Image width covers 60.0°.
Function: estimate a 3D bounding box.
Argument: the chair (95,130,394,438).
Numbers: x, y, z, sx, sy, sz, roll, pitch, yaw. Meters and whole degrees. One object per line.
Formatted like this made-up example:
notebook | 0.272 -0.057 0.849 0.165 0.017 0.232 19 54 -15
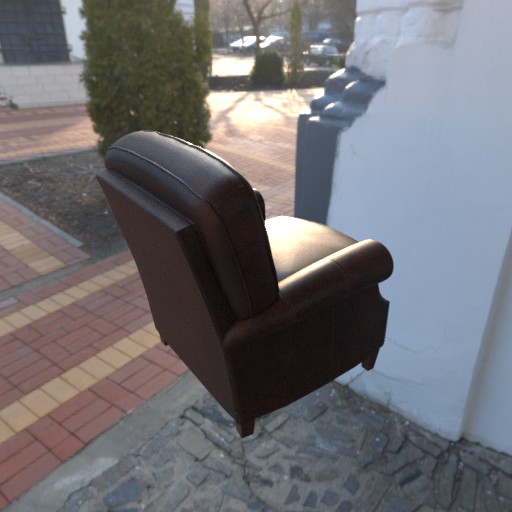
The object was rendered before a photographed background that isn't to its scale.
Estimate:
chair | 0.000 0.000 1.797 0.986 1.018 0.936 -17 31 -31
